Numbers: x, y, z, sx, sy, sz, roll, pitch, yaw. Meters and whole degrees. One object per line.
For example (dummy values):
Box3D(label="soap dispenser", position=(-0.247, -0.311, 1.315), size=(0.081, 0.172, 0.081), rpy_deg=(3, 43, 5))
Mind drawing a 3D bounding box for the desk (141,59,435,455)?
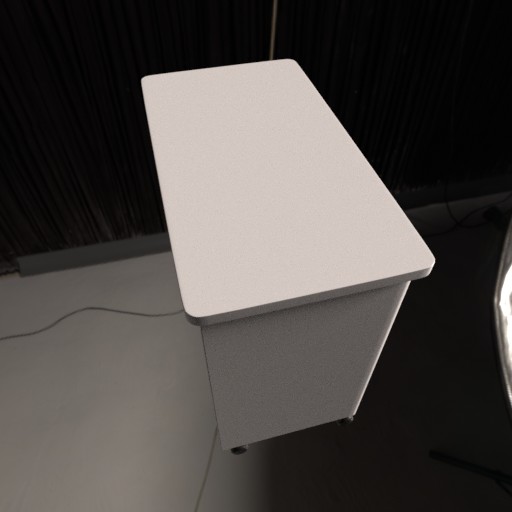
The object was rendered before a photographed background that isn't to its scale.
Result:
Box3D(label="desk", position=(0.000, 0.000, 1.338), size=(0.475, 0.763, 0.877), rpy_deg=(-11, 49, -10))
